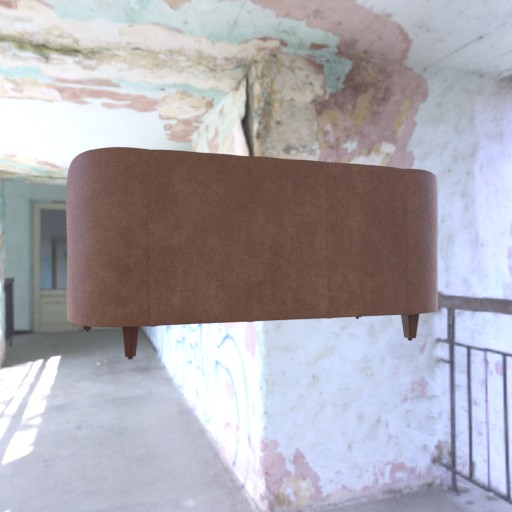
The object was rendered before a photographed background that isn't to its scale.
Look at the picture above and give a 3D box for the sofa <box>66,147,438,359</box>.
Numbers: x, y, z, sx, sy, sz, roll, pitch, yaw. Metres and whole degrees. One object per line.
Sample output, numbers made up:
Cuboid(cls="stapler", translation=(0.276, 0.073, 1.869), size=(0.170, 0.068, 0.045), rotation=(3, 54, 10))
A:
Cuboid(cls="sofa", translation=(0.000, 0.000, 2.209), size=(1.755, 0.786, 0.914), rotation=(0, -1, -18))
